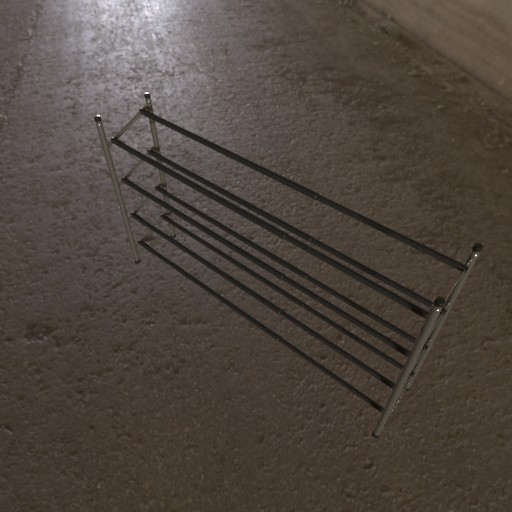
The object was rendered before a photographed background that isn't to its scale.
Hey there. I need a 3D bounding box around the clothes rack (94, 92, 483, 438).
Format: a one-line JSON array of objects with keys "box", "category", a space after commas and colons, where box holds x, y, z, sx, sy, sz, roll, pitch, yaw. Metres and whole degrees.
[{"box": [0.000, 0.000, 1.446, 1.168, 0.672, 0.229, 31, 54, 27], "category": "clothes rack"}]
